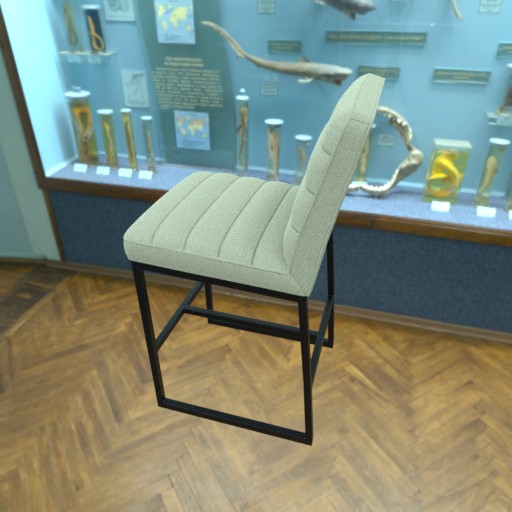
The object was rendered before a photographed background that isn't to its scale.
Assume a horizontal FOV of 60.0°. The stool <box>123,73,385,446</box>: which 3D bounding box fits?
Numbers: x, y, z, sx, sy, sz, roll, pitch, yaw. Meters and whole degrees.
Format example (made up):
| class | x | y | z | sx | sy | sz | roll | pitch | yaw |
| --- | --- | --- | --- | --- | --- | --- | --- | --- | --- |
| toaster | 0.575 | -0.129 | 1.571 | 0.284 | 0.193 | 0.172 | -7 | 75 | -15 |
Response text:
| class | x | y | z | sx | sy | sz | roll | pitch | yaw |
| --- | --- | --- | --- | --- | --- | --- | --- | --- | --- |
| stool | 0.000 | 0.000 | 1.258 | 0.560 | 0.940 | 0.460 | 9 | 33 | 14 |
